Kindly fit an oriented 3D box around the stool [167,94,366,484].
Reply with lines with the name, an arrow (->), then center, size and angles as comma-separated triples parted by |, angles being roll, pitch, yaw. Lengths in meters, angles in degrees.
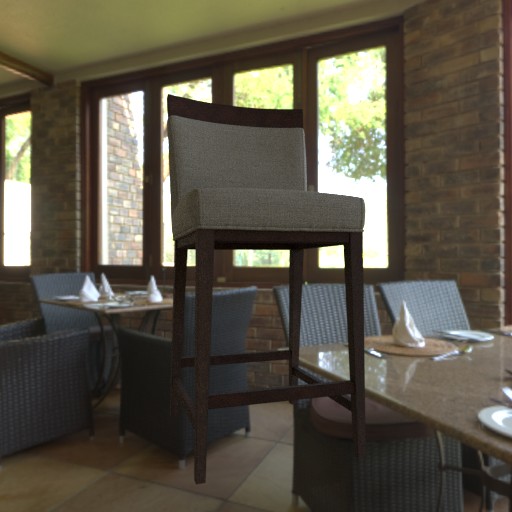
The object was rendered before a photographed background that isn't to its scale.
stool -> 0.000, 0.000, 1.404 | 0.511, 1.117, 0.531 | 0, 0, -18
